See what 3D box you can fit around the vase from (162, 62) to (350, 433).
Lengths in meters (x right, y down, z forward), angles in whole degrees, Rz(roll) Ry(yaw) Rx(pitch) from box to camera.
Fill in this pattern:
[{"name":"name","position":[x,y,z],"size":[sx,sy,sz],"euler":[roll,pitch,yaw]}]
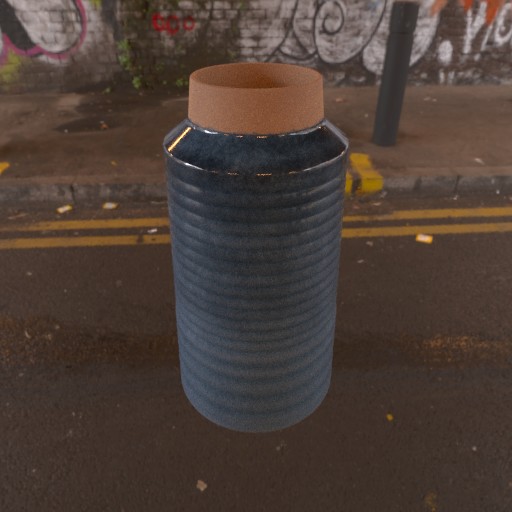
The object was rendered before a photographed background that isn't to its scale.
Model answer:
[{"name":"vase","position":[0.000,0.000,0.409],"size":[0.163,0.316,0.163],"euler":[0,33,0]}]
